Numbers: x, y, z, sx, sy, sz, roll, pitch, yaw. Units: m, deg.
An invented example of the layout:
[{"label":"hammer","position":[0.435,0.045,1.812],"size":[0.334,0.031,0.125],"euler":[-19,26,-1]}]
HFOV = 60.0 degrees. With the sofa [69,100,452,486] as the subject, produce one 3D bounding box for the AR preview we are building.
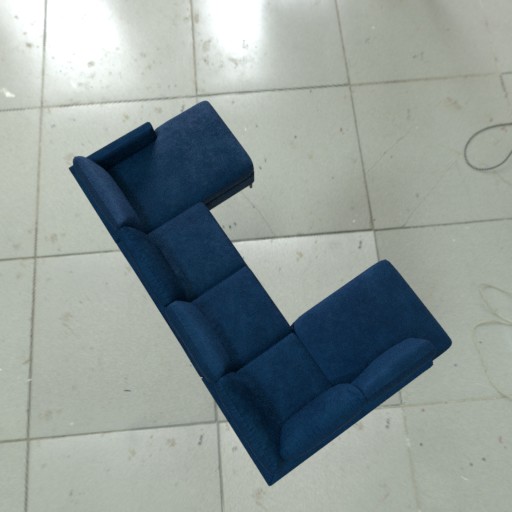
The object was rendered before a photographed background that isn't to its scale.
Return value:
[{"label":"sofa","position":[0.000,0.000,4.263],"size":[2.055,0.992,3.434],"euler":[-34,78,-8]}]
